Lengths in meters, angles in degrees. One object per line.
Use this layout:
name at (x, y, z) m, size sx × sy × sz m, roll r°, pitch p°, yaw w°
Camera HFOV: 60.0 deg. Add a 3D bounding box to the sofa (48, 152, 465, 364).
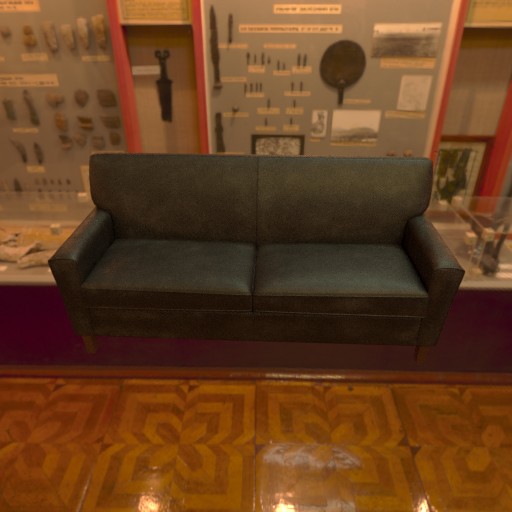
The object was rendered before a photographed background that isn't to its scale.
sofa at (0.000, 0.000, 2.555) m, size 2.053 × 0.947 × 0.805 m, roll 1°, pitch 31°, yaw 2°
